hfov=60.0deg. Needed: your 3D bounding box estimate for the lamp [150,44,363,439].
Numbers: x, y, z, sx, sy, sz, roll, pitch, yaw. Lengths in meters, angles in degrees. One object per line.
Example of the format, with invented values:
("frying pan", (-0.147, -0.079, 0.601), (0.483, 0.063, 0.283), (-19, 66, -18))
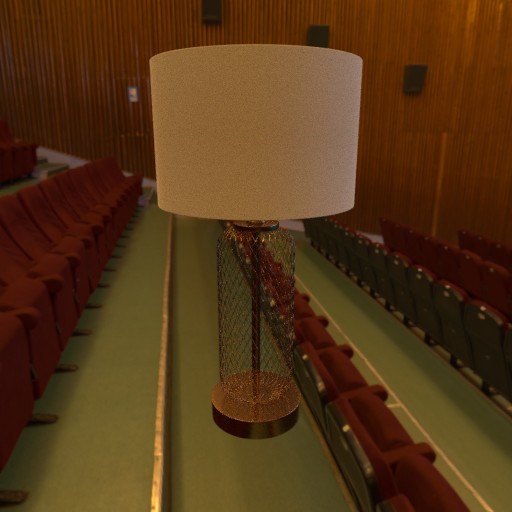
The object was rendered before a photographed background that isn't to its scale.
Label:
("lamp", (0.000, 0.000, 0.602), (0.252, 0.483, 0.252), (-3, 16, -10))
